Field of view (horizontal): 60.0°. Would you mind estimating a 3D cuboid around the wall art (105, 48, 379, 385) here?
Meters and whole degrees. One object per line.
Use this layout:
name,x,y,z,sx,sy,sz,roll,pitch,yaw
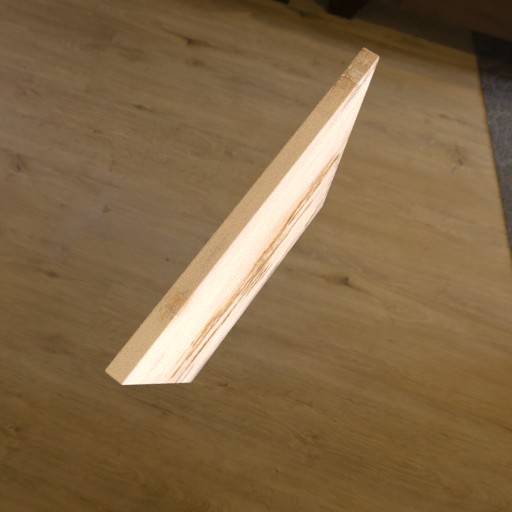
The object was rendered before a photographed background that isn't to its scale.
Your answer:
wall art,0.000,0.000,1.136,0.038,0.755,0.753,35,77,9
